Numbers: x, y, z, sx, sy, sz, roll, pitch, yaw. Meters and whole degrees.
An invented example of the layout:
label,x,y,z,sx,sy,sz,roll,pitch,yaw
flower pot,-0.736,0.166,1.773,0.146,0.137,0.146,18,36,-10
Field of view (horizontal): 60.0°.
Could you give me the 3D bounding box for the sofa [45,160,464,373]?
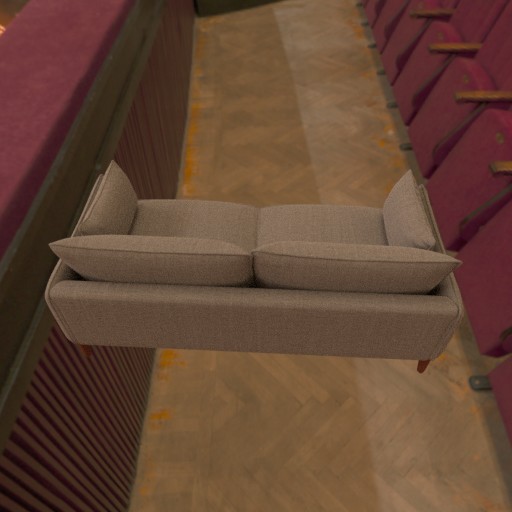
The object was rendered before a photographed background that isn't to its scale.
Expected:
label,x,y,z,sx,sy,sz,roll,pitch,yaw
sofa,0.000,0.000,2.461,1.989,0.851,0.972,2,47,2
